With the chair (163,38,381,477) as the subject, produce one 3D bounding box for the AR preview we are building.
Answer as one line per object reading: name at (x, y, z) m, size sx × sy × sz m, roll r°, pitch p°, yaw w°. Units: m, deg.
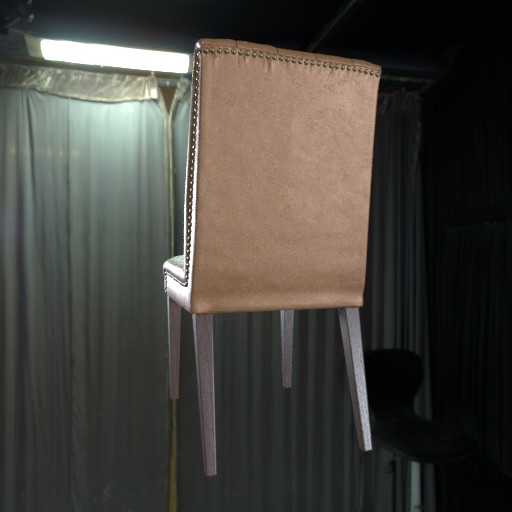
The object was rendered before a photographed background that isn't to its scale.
chair at (0.000, 0.000, 1.371) m, size 0.511 × 1.016 × 0.647 m, roll 0°, pitch 1°, yaw -18°
